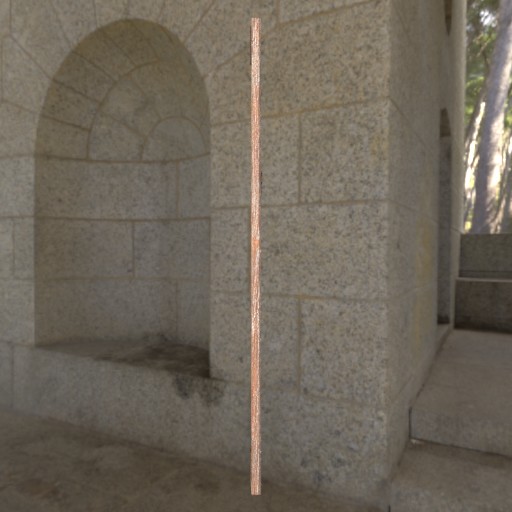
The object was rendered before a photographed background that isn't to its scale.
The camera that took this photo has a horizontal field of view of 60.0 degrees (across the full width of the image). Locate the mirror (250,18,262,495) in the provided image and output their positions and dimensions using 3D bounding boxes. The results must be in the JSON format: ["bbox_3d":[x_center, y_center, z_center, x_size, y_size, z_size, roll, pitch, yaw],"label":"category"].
[{"bbox_3d":[0.000,0.000,1.277,0.025,0.996,0.705,0,1,0],"label":"mirror"}]
